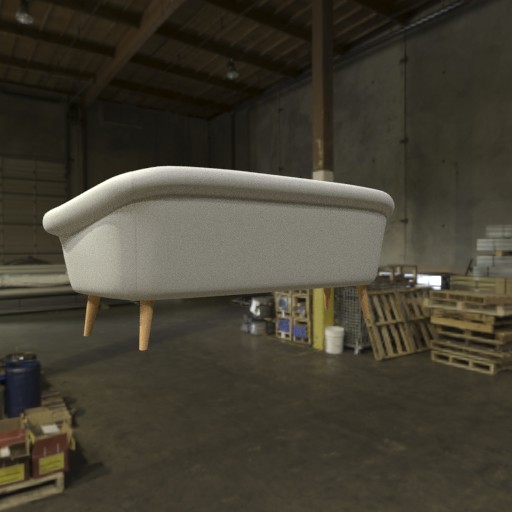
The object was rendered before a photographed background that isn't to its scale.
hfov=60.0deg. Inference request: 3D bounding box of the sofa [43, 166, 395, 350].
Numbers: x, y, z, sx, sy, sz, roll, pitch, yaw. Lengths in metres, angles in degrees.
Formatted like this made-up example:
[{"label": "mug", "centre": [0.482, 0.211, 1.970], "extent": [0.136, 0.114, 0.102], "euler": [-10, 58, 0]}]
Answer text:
[{"label": "sofa", "centre": [0.000, 0.000, 2.605], "extent": [2.160, 0.795, 0.827], "euler": [-1, 1, -36]}]
